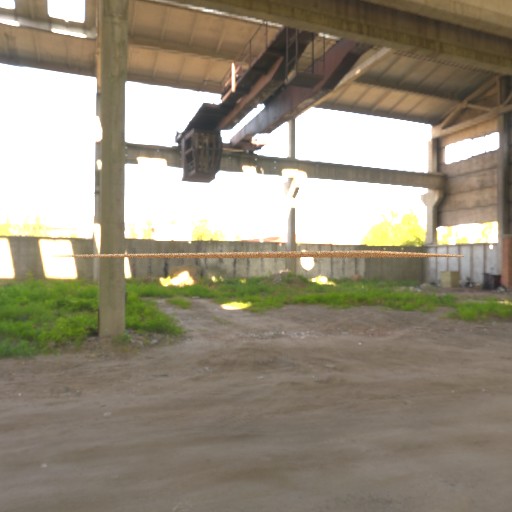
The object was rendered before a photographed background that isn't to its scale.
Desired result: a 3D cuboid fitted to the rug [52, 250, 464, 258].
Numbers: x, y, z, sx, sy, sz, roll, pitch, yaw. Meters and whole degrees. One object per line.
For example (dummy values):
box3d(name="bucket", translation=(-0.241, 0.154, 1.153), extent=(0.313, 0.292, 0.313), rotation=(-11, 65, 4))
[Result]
box3d(name="rug", translation=(0.000, 0.000, 2.794), extent=(2.141, 0.013, 1.566), rotation=(0, -1, 36))
